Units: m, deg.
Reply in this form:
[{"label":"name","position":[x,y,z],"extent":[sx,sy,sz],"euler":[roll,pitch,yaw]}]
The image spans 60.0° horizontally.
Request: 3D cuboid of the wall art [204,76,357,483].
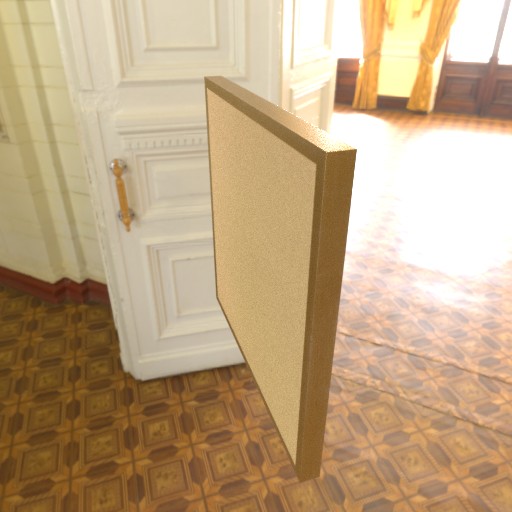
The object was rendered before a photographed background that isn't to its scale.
[{"label":"wall art","position":[0.000,0.000,0.757],"extent":[0.033,0.509,0.510],"euler":[-10,31,-16]}]
